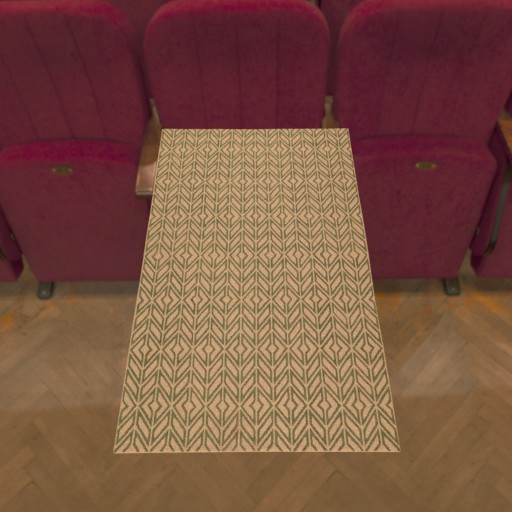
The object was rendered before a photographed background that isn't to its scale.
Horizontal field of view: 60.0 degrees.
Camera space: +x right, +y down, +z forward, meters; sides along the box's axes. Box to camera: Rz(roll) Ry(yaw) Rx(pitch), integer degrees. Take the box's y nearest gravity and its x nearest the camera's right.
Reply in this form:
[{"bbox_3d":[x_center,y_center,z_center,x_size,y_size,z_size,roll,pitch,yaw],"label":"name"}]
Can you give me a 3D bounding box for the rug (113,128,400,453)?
[{"bbox_3d":[0.000,0.000,2.976,1.517,0.011,2.435,0,58,0],"label":"rug"}]
